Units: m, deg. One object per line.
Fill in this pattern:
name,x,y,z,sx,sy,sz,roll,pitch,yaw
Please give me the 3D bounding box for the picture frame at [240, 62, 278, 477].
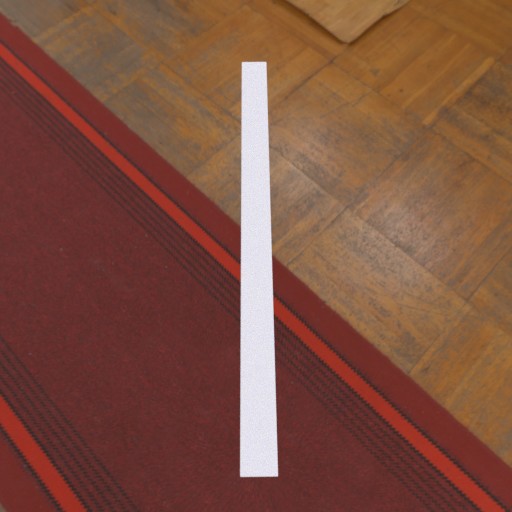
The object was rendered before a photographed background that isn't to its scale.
picture frame,0.000,0.000,0.859,0.050,0.250,0.759,-1,65,0
